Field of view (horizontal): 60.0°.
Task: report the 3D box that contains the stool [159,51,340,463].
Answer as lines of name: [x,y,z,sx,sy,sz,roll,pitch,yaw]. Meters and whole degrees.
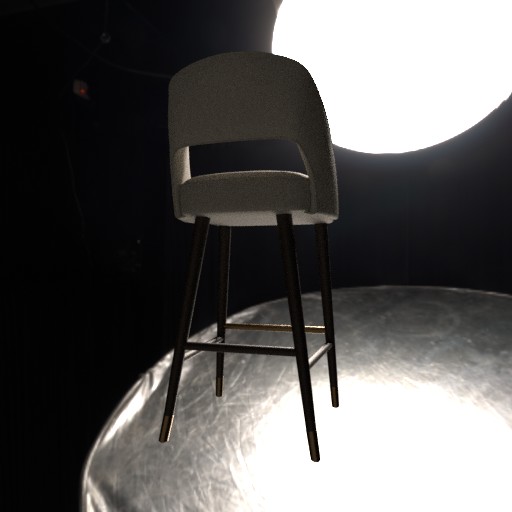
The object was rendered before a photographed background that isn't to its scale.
stool: [0.000,0.000,1.362,0.494,1.037,0.509,0,-1,17]
